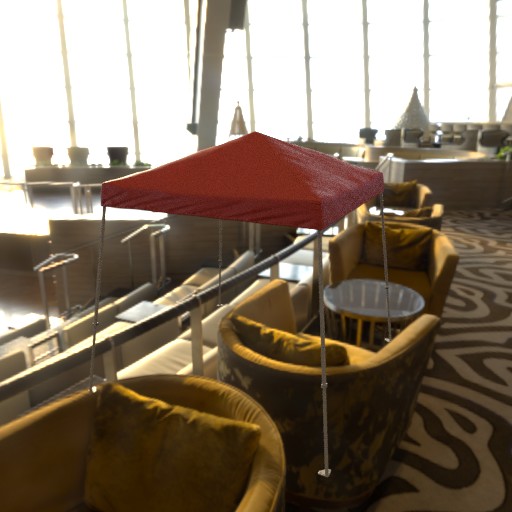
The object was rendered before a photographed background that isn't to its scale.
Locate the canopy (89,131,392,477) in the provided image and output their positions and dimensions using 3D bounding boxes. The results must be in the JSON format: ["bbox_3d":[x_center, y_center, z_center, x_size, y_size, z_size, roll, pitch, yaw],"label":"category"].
[{"bbox_3d":[0.000,0.000,6.639,3.600,3.600,3.599,8,19,26],"label":"canopy"}]
